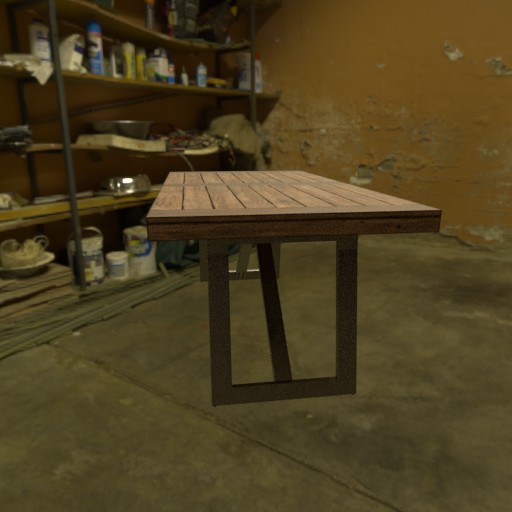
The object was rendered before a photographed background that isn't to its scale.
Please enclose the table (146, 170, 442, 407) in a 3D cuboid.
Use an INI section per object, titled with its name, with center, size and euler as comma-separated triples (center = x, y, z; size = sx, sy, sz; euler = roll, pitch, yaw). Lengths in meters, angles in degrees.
[table]
center = 0.000, 0.000, 2.350
size = 0.931, 0.757, 1.867
euler = -2, 15, -8
